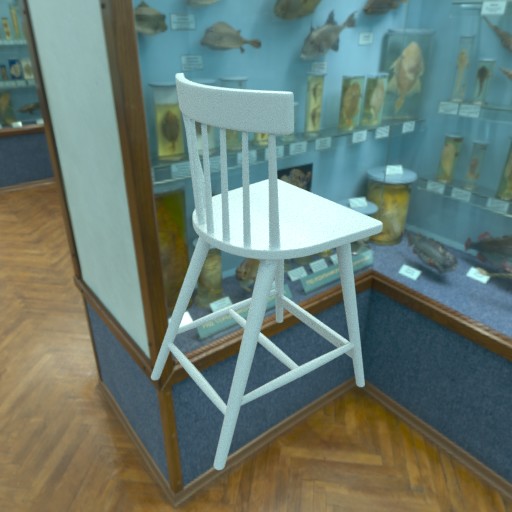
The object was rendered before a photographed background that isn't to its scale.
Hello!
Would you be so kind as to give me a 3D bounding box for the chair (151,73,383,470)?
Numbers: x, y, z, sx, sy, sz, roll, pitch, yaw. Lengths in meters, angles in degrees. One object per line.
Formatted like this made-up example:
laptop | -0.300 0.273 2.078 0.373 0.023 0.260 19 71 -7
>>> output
chair | 0.000 0.000 1.276 0.572 0.952 0.483 -18 33 -31
